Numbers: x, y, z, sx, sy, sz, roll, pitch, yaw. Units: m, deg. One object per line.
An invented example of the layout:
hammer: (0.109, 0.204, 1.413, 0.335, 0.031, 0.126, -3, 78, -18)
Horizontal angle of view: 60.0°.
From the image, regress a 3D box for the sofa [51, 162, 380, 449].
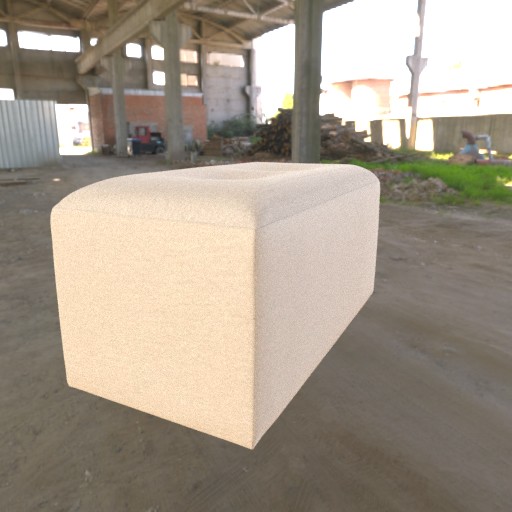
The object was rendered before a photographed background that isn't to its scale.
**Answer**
sofa: (0.000, 0.000, 1.213, 0.480, 0.470, 0.930, 7, 17, 26)
